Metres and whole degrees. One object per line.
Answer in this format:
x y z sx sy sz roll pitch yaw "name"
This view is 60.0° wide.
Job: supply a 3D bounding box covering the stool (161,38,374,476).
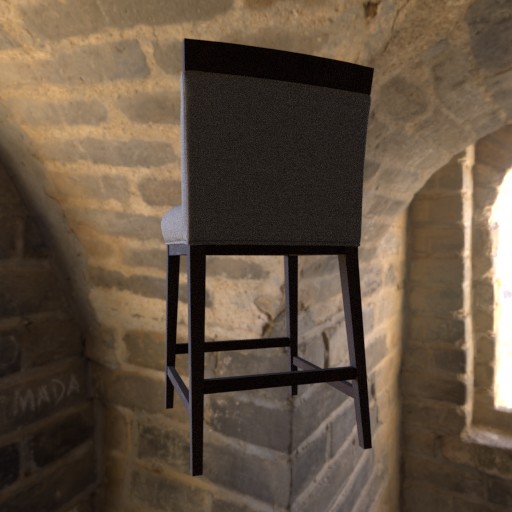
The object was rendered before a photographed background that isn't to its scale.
0.000 0.000 1.319 0.512 1.009 0.531 0 0 -19 "stool"
